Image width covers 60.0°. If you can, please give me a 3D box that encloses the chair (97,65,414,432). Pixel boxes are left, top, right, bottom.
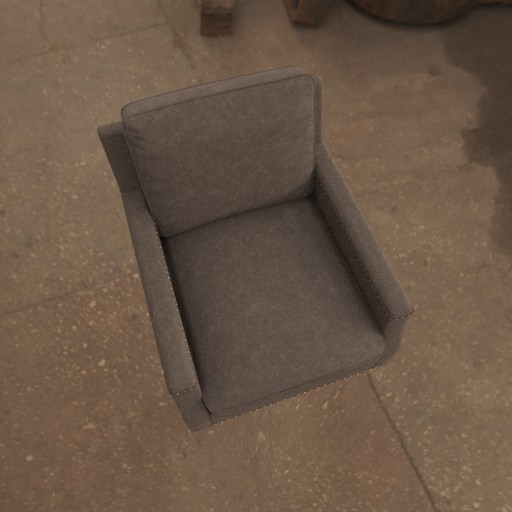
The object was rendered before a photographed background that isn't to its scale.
[{"bbox_3d":[0.000,0.000,1.682,0.853,0.948,1.014,-17,63,-9],"label":"chair"}]
